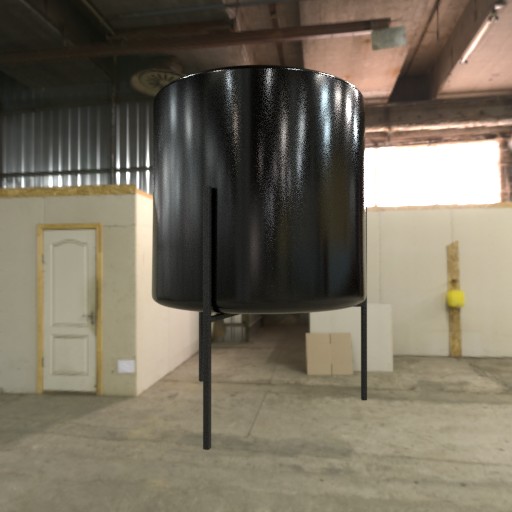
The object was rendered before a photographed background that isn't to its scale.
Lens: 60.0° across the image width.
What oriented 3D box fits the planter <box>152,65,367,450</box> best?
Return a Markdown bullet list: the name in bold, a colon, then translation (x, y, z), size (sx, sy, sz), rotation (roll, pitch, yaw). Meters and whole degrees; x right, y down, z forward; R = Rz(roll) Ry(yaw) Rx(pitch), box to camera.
- **planter**: translation (0.000, 0.000, 0.644), size (0.310, 0.432, 0.310), rotation (0, 0, 37)
